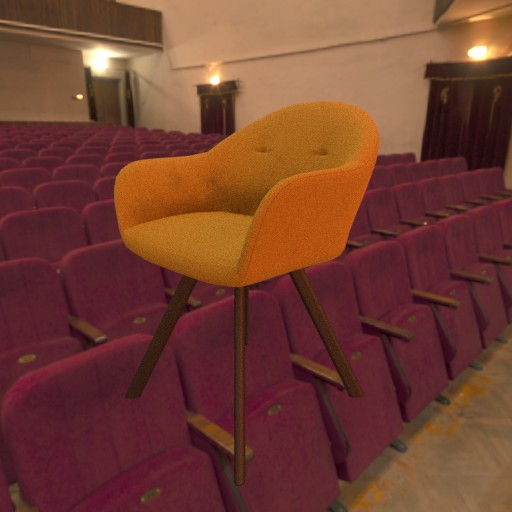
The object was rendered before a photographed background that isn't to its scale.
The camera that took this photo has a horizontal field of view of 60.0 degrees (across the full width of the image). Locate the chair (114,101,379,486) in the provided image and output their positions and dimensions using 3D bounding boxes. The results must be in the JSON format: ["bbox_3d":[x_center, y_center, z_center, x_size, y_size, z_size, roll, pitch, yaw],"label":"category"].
[{"bbox_3d":[0.000,0.000,1.142,0.545,0.775,0.565,15,22,43],"label":"chair"}]
